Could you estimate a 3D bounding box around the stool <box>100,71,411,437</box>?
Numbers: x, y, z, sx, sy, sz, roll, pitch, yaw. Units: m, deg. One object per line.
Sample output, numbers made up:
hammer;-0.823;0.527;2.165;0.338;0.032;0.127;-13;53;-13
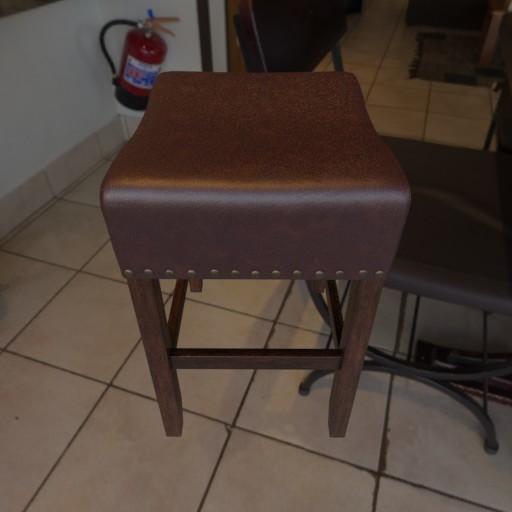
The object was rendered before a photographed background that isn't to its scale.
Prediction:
stool;0.000;0.000;0.908;0.397;0.608;0.465;0;40;0
